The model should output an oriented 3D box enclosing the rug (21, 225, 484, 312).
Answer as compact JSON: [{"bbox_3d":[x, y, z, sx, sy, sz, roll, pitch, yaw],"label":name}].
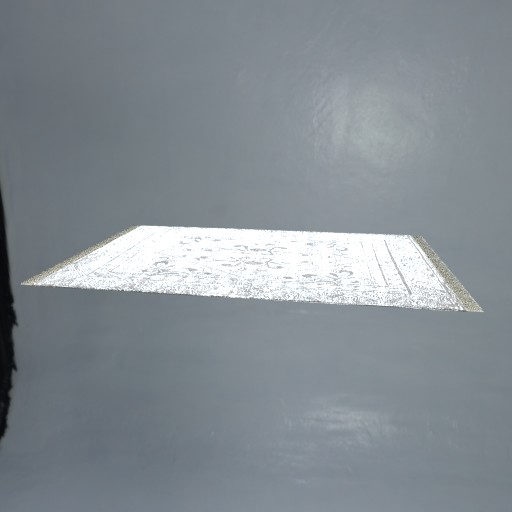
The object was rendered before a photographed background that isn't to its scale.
[{"bbox_3d":[0.000,0.000,3.012,2.440,0.010,1.529,3,17,9],"label":"rug"}]
